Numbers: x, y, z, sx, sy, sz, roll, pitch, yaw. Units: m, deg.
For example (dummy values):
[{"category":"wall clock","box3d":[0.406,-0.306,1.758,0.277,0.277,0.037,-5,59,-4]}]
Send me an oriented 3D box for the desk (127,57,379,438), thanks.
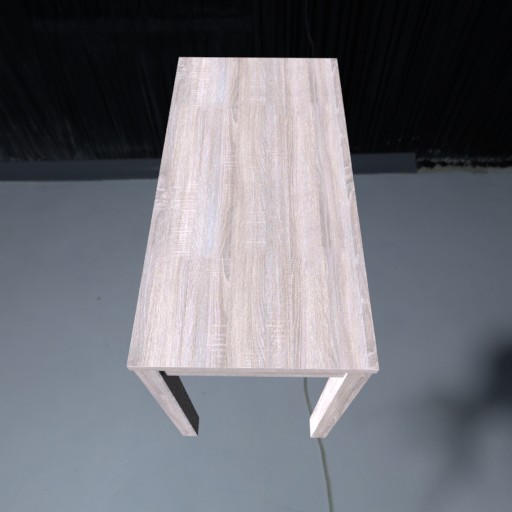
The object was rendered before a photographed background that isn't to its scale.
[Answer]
[{"category":"desk","box3d":[0.000,0.000,1.453,0.495,0.762,0.991,1,58,0]}]
